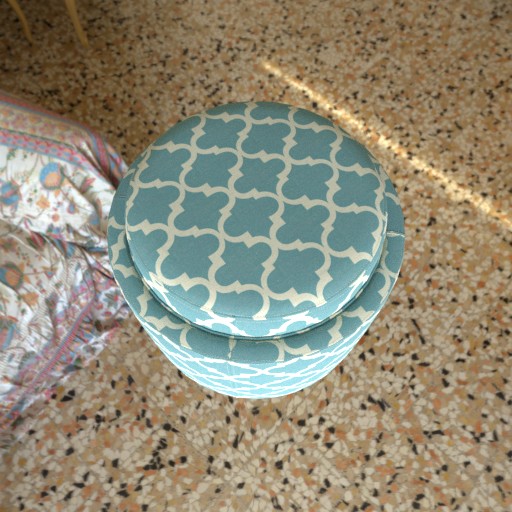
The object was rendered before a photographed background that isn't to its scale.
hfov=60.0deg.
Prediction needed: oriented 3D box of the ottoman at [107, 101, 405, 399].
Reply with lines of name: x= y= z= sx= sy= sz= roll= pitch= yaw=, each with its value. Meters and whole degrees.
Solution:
ottoman: x=0.000 y=0.000 z=0.834 sx=0.480 sy=0.429 sz=0.480 roll=0 pitch=63 yaw=0
